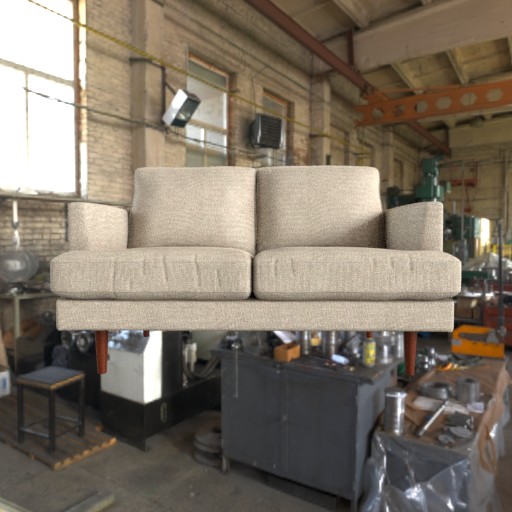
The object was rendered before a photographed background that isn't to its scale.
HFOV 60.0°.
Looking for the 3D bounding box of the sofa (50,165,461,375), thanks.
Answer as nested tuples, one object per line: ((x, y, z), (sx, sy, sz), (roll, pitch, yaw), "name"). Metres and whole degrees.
((0.000, 0.000, 2.111), (1.582, 0.944, 0.903), (0, 2, 1), "sofa")
